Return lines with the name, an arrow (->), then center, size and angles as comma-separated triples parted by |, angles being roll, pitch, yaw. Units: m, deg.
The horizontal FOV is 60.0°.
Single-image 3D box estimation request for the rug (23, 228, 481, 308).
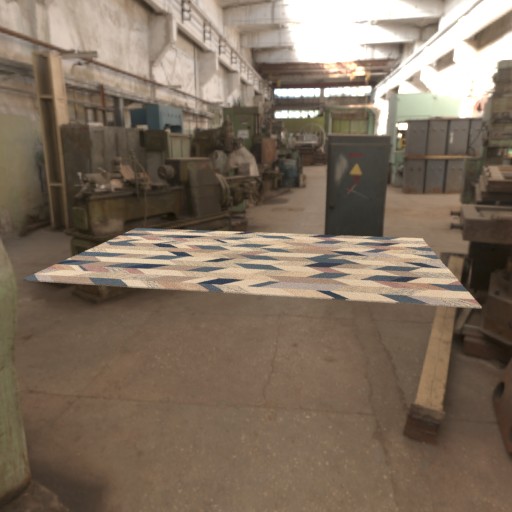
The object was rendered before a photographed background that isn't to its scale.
rug -> 0.000, 0.000, 3.004 | 2.423, 0.008, 1.513 | 3, 15, 10
